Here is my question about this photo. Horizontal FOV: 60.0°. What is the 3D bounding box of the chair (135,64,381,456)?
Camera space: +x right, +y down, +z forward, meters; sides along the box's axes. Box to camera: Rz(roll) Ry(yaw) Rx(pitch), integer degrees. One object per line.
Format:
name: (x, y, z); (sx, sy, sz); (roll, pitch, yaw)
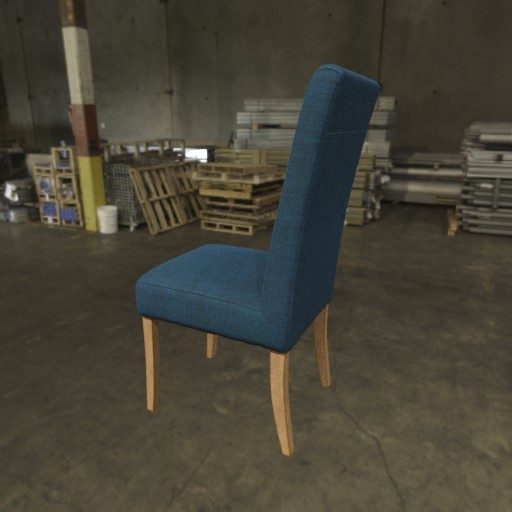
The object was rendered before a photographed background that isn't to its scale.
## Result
chair: (0.000, 0.000, 1.370); (0.610, 1.029, 0.450); (8, 19, 24)
